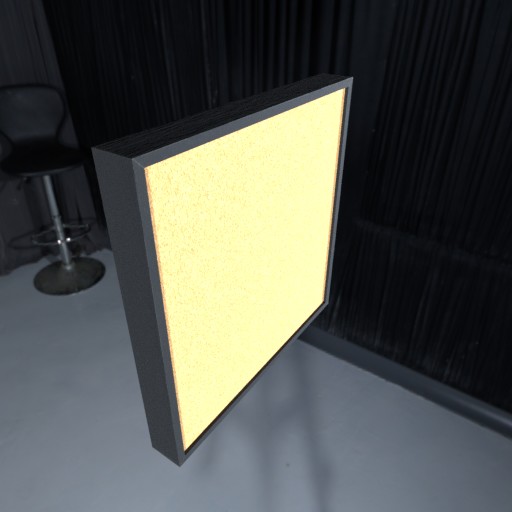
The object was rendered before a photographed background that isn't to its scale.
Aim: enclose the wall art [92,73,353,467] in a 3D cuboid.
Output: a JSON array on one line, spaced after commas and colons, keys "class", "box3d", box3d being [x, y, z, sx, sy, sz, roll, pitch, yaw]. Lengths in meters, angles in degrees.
[{"class": "wall art", "box3d": [0.000, 0.000, 0.455, 0.037, 0.305, 0.305, 21, 38, 29]}]
